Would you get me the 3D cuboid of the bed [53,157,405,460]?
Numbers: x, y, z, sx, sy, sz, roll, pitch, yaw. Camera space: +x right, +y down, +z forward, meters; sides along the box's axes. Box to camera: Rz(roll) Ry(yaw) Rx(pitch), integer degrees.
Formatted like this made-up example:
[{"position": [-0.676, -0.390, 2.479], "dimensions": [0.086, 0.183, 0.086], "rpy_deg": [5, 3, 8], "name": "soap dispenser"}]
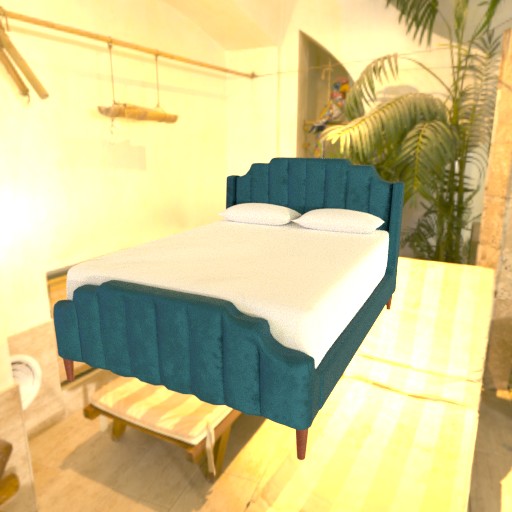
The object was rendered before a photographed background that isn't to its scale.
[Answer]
[{"position": [0.000, 0.000, 3.250], "dimensions": [1.678, 1.338, 2.322], "rpy_deg": [7, 16, 26], "name": "bed"}]
